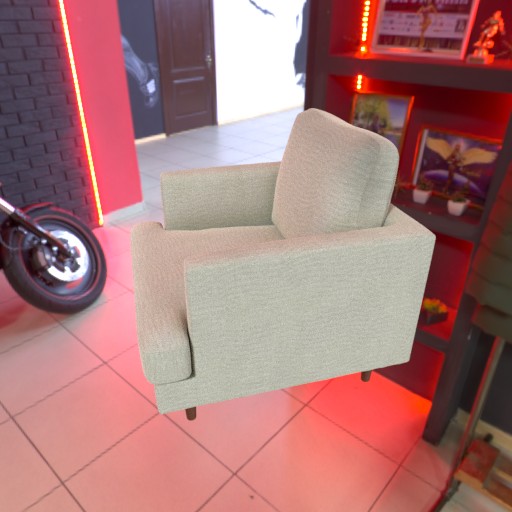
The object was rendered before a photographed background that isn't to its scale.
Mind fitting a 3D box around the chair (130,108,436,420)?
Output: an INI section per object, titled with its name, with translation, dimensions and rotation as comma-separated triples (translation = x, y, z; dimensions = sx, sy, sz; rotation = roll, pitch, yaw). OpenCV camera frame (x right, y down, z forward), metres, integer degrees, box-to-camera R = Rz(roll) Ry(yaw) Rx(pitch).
[chair]
translation = 0.000, 0.000, 1.656
dimensions = 0.899, 0.957, 0.858
rotation = -8, 30, -14
